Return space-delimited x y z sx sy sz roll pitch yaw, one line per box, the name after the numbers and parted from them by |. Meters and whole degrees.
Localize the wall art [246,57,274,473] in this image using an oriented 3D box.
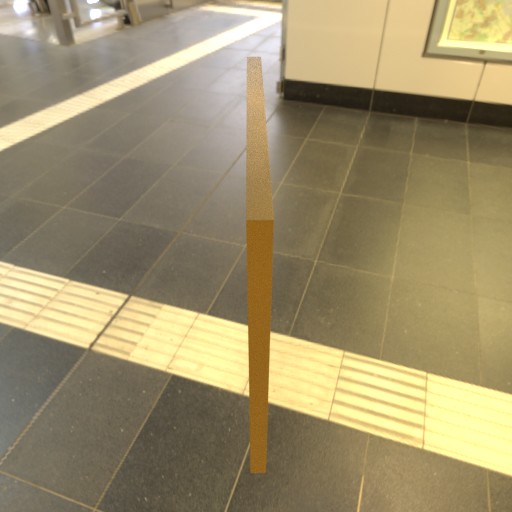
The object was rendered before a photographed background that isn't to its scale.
0.000 0.000 1.145 0.038 0.762 0.762 -1 40 -1 | wall art
